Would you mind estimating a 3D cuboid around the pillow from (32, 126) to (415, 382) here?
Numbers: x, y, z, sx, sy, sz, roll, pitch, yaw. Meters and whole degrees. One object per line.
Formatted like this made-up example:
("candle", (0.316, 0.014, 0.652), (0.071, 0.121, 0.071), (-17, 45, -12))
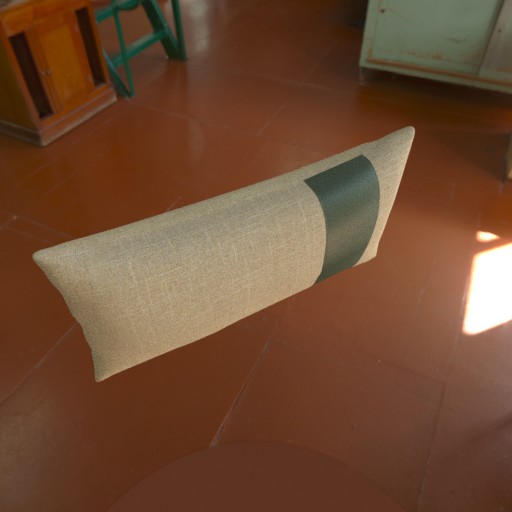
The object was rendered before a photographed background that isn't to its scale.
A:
("pillow", (0.000, 0.000, 1.038), (0.859, 0.429, 0.197), (-22, 50, -20))
